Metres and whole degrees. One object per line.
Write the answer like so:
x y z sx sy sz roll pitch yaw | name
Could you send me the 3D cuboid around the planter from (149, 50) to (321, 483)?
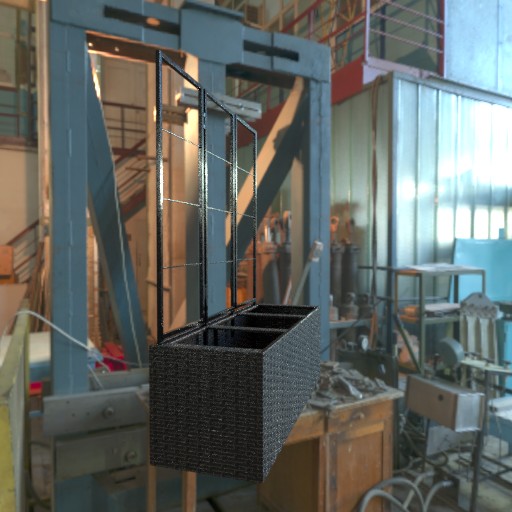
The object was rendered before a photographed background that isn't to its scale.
0.000 0.000 1.189 0.244 0.841 0.699 0 1 17 | planter
